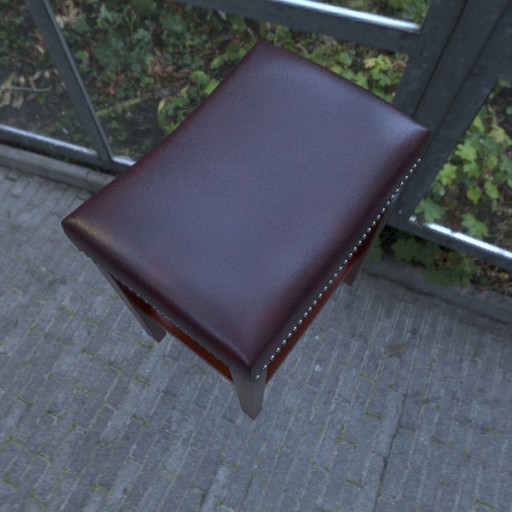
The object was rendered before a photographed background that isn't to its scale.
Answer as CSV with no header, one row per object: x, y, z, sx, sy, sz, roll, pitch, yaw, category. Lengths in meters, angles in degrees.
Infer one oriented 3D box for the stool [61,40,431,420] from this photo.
0.000,0.000,0.961,0.372,0.657,0.504,35,69,15,stool
